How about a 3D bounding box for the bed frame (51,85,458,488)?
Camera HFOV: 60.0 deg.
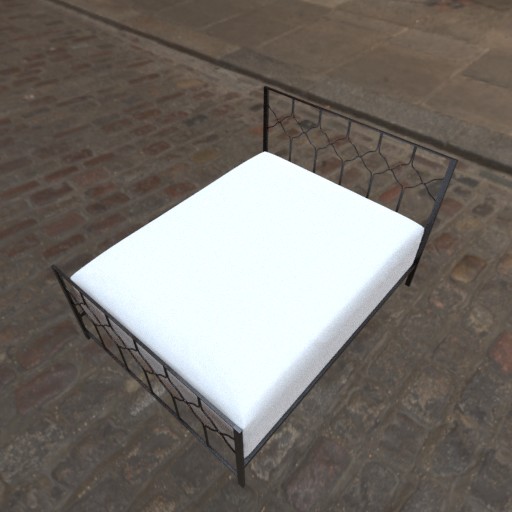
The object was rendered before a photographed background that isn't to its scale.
[{"bbox_3d":[0.000,0.000,3.063,1.597,1.222,2.063,32,54,27],"label":"bed frame"}]
